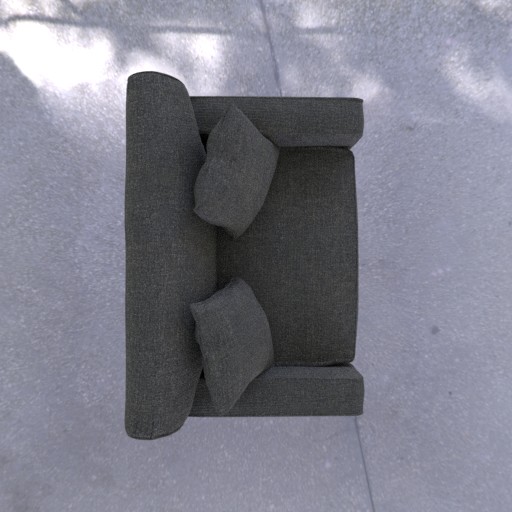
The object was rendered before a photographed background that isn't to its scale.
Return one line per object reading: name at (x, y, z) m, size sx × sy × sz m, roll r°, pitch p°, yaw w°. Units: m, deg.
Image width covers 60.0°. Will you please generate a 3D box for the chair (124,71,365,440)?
chair at (0.000, 0.000, 2.059) m, size 1.000 × 0.948 × 1.383 m, roll 0°, pitch 90°, yaw -1°
